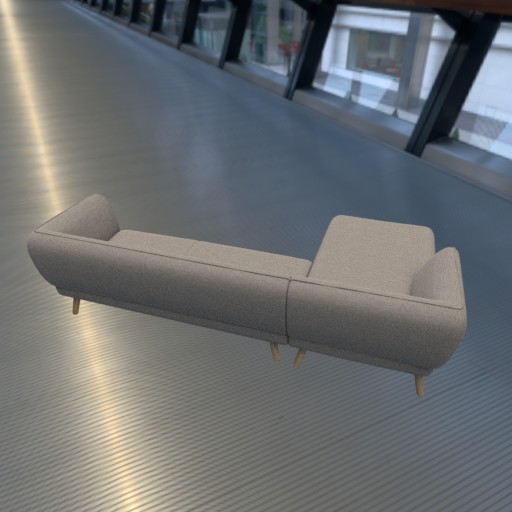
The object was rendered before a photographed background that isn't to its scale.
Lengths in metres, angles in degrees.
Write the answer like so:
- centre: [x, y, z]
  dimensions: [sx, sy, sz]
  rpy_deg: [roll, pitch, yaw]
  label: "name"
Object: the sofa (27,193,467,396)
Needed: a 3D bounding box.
- centre: [0.000, 0.000, 3.248]
  dimensions: [2.653, 0.693, 1.532]
  rpy_deg: [10, 33, 15]
  label: "sofa"
